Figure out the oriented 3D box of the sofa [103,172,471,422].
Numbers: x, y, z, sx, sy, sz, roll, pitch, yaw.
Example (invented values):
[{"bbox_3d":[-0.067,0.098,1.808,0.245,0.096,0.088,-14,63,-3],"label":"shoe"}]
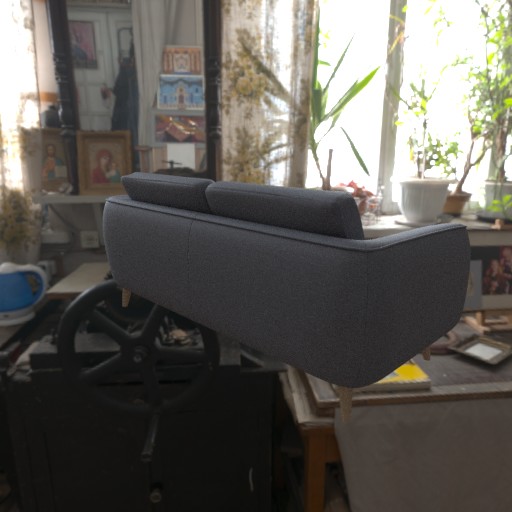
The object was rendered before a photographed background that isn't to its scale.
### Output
[{"bbox_3d":[0.000,0.000,2.499,0.920,0.870,2.000,-14,20,-43],"label":"sofa"}]
